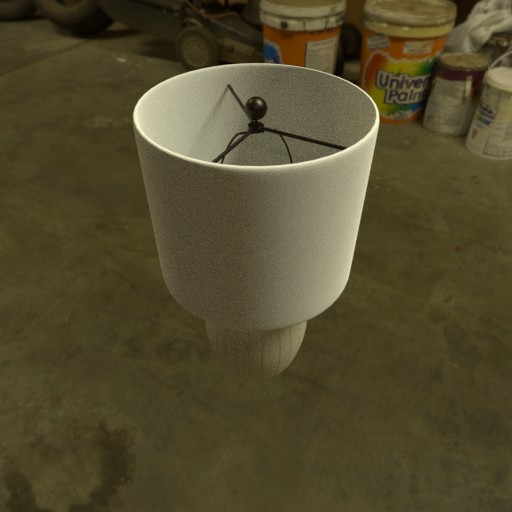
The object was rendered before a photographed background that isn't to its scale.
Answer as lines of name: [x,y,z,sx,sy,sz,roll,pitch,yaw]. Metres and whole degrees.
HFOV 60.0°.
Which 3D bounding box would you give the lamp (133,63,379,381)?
lamp: [0.000,0.000,0.782,0.329,0.570,0.329,-11,43,-12]
